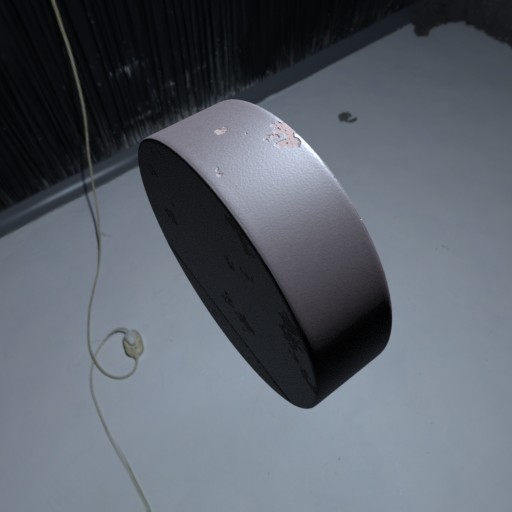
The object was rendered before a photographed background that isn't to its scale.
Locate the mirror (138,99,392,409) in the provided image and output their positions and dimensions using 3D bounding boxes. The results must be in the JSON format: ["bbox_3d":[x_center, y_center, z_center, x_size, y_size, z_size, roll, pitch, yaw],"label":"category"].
[{"bbox_3d":[0.000,0.000,0.587,0.126,0.386,0.386,-32,64,-18],"label":"mirror"}]
